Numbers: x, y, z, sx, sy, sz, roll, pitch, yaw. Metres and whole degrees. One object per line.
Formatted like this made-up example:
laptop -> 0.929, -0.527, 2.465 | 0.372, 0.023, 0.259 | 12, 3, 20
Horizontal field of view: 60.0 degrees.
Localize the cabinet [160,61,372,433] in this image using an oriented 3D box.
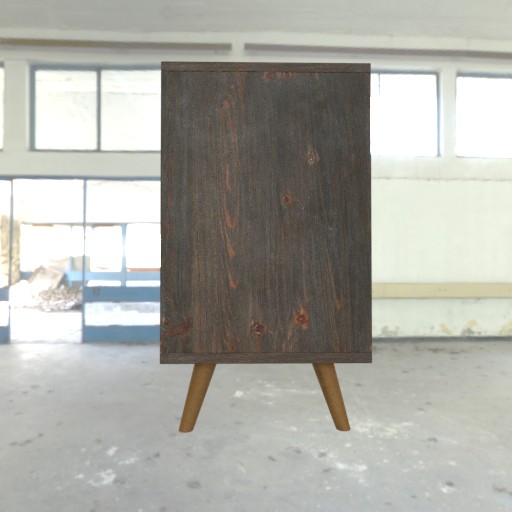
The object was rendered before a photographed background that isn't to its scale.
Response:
cabinet -> 0.000, 0.000, 1.549 | 0.529, 0.897, 1.023 | 0, -1, -1
